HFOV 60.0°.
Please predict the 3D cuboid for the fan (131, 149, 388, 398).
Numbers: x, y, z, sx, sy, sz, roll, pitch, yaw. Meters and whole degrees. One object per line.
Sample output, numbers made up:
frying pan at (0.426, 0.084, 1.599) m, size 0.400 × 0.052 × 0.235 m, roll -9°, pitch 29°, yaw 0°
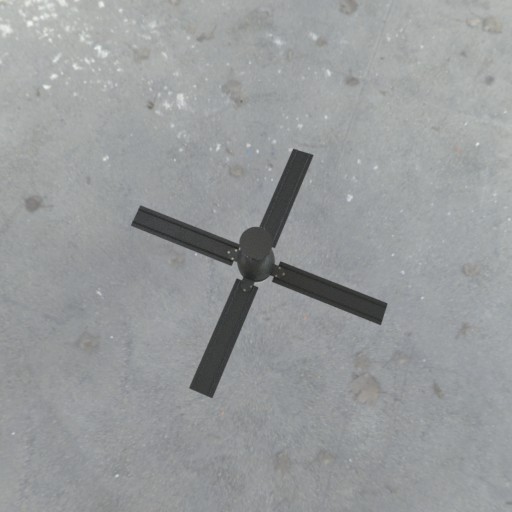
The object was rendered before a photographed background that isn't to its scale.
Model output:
fan at (0.000, 0.000, 2.048) m, size 1.319 × 0.410 × 1.319 m, roll 20°, pitch 75°, yaw 6°
